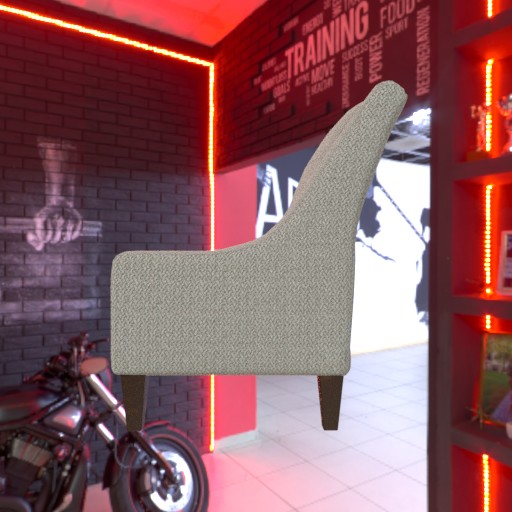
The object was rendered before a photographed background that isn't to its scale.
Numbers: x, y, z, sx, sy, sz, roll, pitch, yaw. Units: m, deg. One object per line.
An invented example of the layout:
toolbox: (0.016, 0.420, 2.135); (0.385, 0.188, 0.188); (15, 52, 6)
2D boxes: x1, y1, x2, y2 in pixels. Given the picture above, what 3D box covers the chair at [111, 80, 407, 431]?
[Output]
chair: (0.000, 0.000, 1.635); (0.870, 1.014, 0.774); (0, 0, 0)
